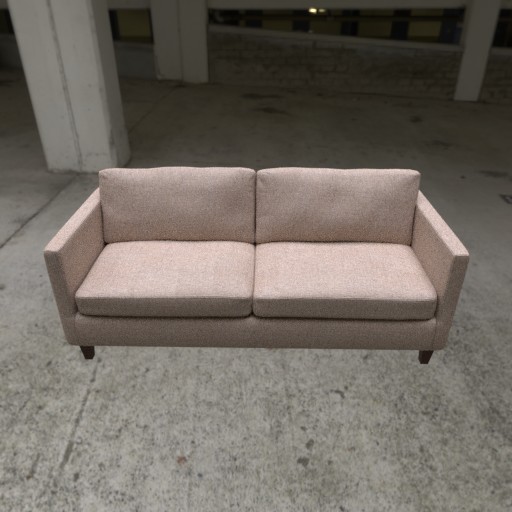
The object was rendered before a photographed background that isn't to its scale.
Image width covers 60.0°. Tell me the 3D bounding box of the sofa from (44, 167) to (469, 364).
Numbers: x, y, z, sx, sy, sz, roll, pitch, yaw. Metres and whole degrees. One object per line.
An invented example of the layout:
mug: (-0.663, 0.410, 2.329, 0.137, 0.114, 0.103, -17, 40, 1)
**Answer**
sofa: (0.000, 0.000, 2.765, 2.208, 0.965, 0.951, 1, 30, 1)
